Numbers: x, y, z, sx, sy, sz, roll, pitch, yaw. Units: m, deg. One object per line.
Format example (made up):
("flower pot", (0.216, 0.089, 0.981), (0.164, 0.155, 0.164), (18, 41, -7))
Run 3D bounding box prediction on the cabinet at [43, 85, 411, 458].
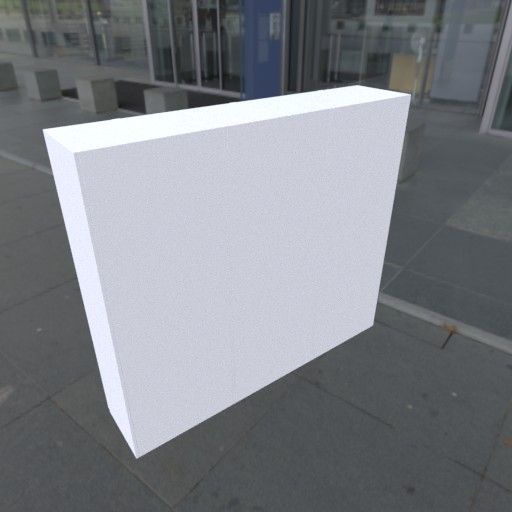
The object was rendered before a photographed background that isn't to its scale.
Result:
("cabinet", (0.000, 0.000, 3.693), (2.700, 2.370, 0.590), (-20, 35, -31))
